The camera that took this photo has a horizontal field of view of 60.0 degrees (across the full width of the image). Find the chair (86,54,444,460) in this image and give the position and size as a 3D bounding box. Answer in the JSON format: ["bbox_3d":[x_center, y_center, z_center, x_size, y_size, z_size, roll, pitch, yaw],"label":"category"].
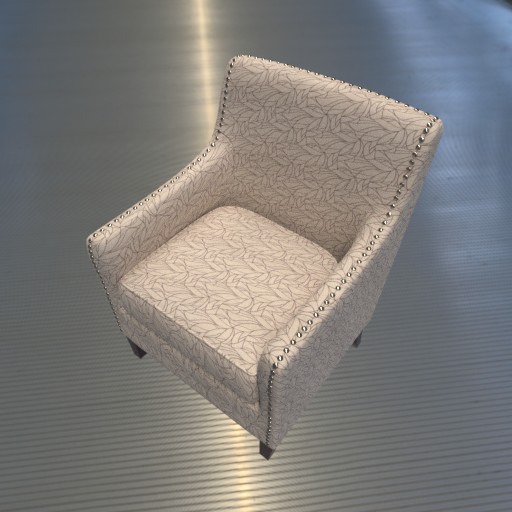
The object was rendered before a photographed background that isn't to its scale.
[{"bbox_3d":[0.000,0.000,1.254,0.623,0.816,0.651,29,53,25],"label":"chair"}]
